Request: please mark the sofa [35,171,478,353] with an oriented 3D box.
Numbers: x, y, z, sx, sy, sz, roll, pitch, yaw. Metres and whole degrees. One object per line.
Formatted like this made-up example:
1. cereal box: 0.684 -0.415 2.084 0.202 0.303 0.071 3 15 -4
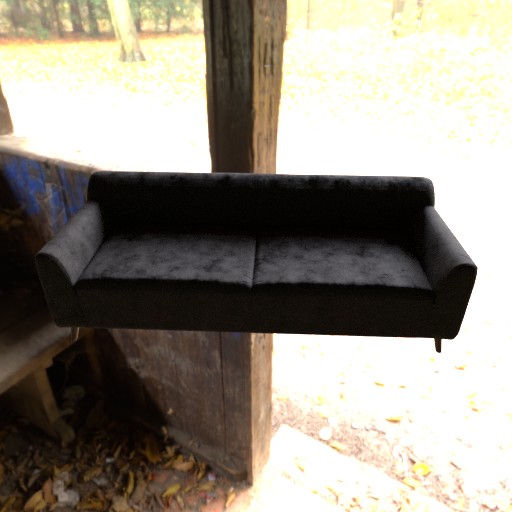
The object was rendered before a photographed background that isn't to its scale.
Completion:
1. sofa: 0.000 0.000 2.648 2.190 0.740 0.900 1 30 2
